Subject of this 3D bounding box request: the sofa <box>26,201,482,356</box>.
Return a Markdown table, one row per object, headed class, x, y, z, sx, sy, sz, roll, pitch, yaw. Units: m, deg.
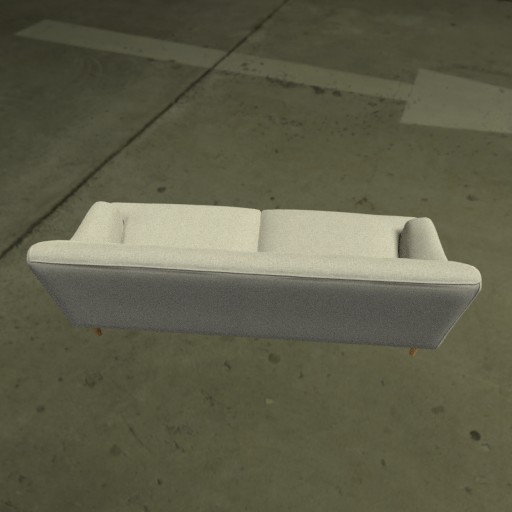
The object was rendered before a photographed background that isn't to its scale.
| class | x | y | z | sx | sy | sz | roll | pitch | yaw |
| --- | --- | --- | --- | --- | --- | --- | --- | --- | --- |
| sofa | 0.000 | 0.000 | 2.520 | 2.057 | 0.871 | 0.978 | 3 | 46 | 3 |
